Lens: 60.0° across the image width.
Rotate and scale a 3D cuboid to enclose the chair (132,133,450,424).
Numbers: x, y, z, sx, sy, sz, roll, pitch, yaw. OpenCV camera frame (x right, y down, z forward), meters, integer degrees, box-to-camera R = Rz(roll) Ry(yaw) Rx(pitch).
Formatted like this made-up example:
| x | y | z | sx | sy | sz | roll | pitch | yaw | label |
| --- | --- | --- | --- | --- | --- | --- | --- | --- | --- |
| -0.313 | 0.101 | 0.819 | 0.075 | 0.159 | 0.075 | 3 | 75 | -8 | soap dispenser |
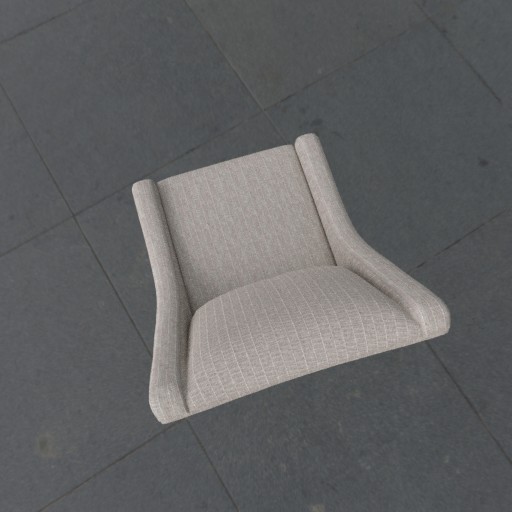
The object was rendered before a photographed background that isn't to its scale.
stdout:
| x | y | z | sx | sy | sz | roll | pitch | yaw | label |
| --- | --- | --- | --- | --- | --- | --- | --- | --- | --- |
| 0.000 | 0.000 | 1.617 | 0.774 | 1.014 | 0.870 | -17 | 77 | -4 | chair |
